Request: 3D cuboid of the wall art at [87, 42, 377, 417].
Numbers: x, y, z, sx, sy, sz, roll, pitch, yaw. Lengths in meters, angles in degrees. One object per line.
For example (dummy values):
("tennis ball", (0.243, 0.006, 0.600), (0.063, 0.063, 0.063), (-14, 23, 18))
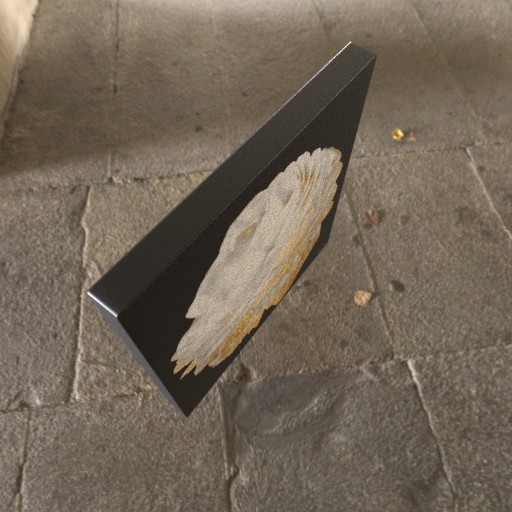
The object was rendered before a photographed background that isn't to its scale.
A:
("wall art", (0.000, 0.000, 0.603), (0.041, 0.407, 0.406), (33, 65, 18))
